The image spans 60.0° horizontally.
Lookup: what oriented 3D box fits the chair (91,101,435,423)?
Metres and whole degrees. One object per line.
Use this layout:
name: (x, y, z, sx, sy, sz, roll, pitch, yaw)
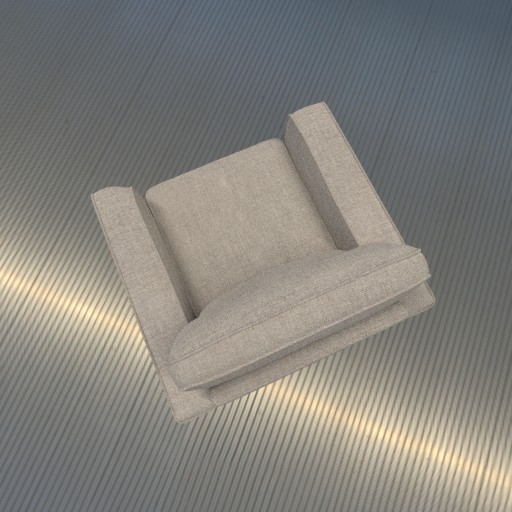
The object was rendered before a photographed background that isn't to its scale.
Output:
chair: (0.000, 0.000, 1.783, 1.015, 0.965, 0.939, -23, 76, -6)
